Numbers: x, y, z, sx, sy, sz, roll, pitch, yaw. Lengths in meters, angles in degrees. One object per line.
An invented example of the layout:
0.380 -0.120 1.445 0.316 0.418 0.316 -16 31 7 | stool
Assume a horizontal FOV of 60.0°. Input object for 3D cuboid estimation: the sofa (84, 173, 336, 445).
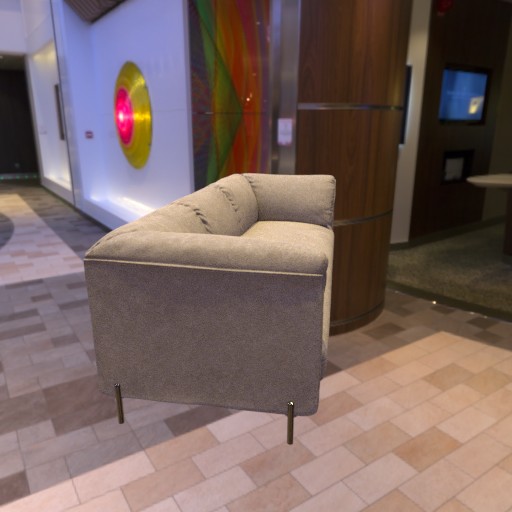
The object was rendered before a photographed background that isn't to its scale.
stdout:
0.000 0.000 2.617 0.899 0.758 2.238 3 17 10 | sofa
